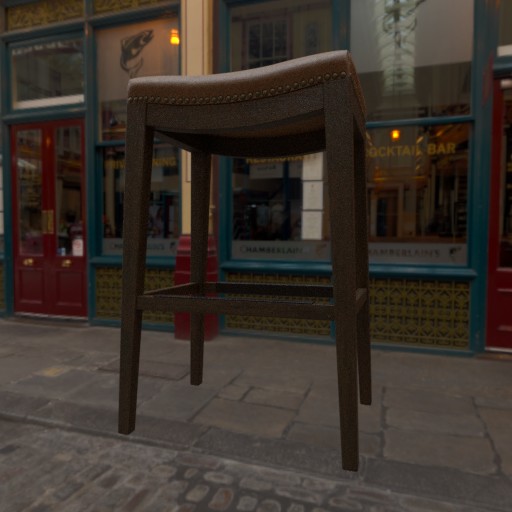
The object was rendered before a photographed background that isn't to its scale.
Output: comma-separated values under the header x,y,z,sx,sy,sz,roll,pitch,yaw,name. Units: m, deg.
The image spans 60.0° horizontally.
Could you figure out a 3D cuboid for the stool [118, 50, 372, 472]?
x,y,z,sx,sy,sz,roll,pitch,yaw,name
0.000,0.000,1.022,0.500,0.759,0.361,1,2,19,stool
